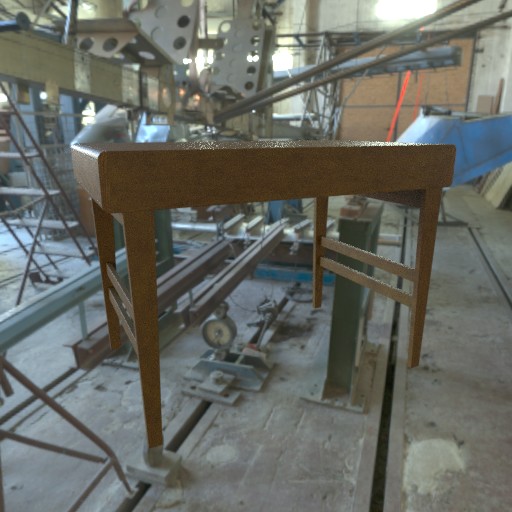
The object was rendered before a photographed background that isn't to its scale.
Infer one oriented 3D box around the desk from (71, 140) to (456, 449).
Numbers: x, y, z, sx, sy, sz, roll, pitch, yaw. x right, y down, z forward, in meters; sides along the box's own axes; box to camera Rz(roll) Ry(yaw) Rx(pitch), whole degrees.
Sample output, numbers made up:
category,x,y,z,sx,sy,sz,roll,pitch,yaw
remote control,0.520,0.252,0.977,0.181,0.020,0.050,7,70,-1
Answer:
category,x,y,z,sx,sy,sz,roll,pitch,yaw
desk,0.000,0.000,1.536,1.066,0.754,0.660,-8,18,-25
